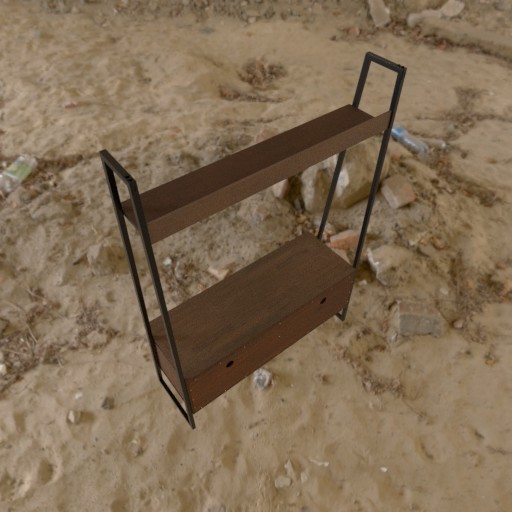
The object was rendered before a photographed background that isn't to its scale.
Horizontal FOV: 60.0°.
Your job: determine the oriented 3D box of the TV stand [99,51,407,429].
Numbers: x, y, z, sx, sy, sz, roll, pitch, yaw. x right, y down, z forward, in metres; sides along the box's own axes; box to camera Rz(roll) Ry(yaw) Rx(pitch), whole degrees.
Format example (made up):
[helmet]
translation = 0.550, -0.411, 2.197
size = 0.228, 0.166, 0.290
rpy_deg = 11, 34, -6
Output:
[TV stand]
translation = 0.000, 0.000, 2.298
size = 1.250, 1.772, 0.432
rpy_deg = -30, 53, -25
